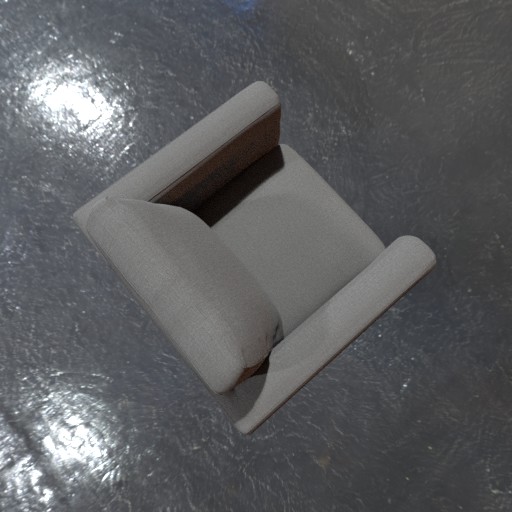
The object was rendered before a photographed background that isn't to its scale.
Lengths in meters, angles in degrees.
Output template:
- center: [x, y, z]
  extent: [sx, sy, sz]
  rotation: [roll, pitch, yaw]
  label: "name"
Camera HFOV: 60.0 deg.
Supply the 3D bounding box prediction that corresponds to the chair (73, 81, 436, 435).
- center: [0.000, 0.000, 1.570]
  extent: [0.800, 0.927, 0.854]
  rotation: [-39, 78, -10]
  label: "chair"
